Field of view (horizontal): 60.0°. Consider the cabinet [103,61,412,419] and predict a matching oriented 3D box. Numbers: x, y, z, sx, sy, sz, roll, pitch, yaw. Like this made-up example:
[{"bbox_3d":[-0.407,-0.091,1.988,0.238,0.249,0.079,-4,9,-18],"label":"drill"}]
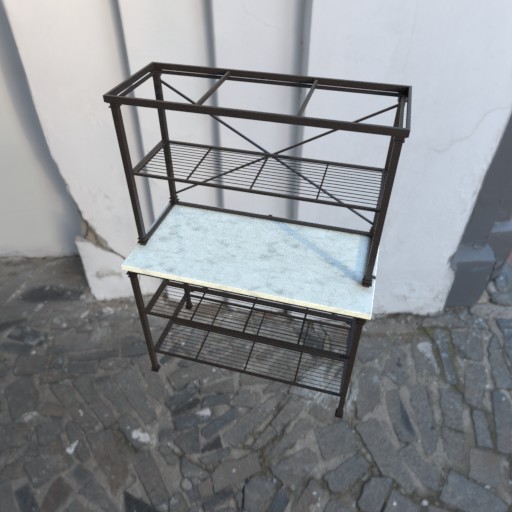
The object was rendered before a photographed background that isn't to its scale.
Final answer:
[{"bbox_3d":[0.000,0.000,2.296,1.210,1.659,0.610,10,41,12],"label":"cabinet"}]
